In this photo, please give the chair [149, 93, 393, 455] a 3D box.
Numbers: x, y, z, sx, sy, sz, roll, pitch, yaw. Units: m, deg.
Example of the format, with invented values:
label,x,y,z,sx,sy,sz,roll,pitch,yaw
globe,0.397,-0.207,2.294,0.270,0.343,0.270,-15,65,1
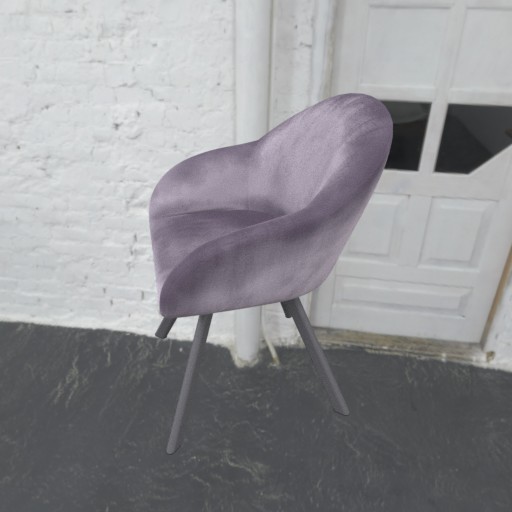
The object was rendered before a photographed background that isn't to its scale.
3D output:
label,x,y,z,sx,sy,sz,roll,pitch,yaw
chair,0.000,0.000,1.182,0.590,0.795,0.550,-7,31,-13
